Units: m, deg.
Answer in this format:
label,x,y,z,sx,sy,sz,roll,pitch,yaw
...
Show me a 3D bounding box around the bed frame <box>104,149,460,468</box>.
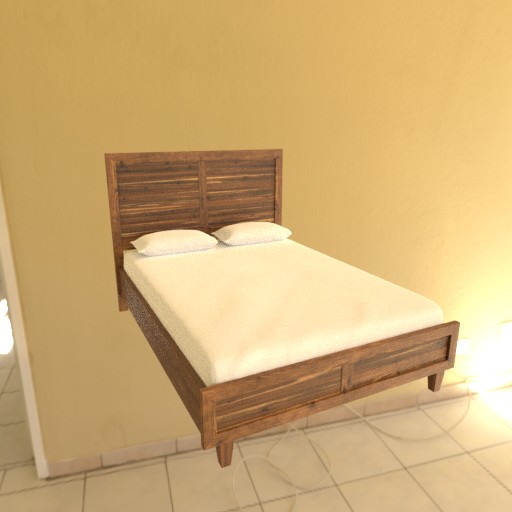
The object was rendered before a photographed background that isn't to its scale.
label,x,y,z,sx,sy,sz,roll,pitch,yaw
bed frame,0.000,0.000,3.292,1.696,1.417,2.276,-8,18,-26
